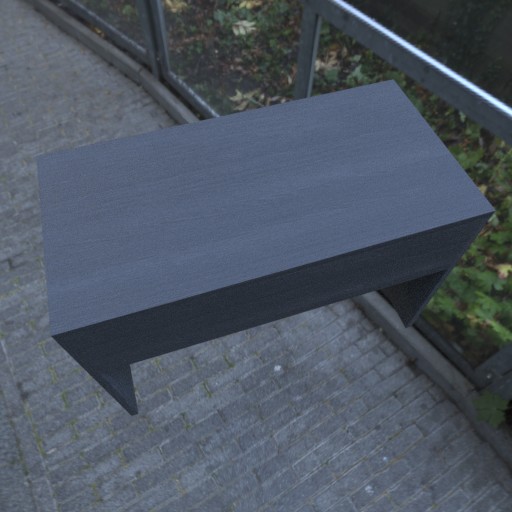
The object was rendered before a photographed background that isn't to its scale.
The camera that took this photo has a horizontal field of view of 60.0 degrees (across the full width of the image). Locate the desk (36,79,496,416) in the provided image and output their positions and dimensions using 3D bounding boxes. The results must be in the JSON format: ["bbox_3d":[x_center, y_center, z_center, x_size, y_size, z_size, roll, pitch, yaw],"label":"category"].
[{"bbox_3d":[0.000,0.000,1.484,1.099,0.729,0.557,-15,59,-10],"label":"desk"}]
